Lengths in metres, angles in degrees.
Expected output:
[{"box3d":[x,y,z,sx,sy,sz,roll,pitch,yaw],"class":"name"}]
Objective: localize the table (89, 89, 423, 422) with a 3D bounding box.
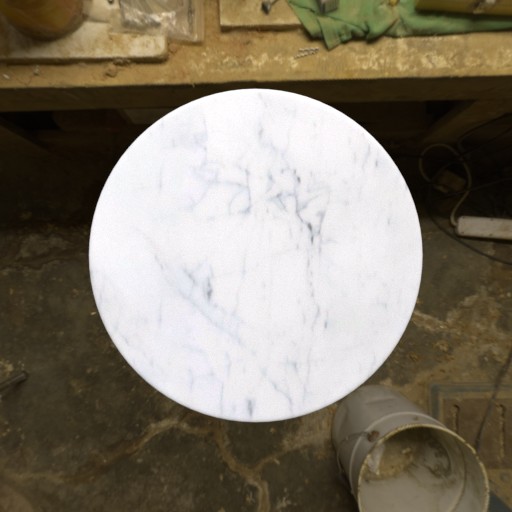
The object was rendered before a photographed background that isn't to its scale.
[{"box3d":[0.000,0.000,1.282,0.800,0.450,0.800,0,89,1],"class":"table"}]
